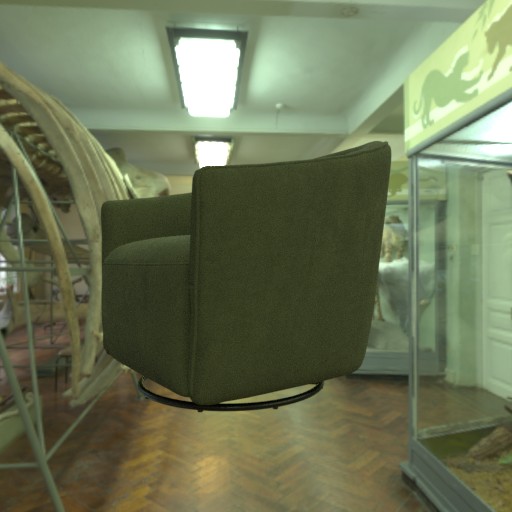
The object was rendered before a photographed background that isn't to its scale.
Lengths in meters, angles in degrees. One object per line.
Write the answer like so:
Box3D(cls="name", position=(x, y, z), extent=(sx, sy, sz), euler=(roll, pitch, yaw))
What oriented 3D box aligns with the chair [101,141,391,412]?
Box3D(cls="chair", position=(0.000, 0.000, 1.455), extent=(0.875, 0.799, 0.747), euler=(0, -1, -36))
